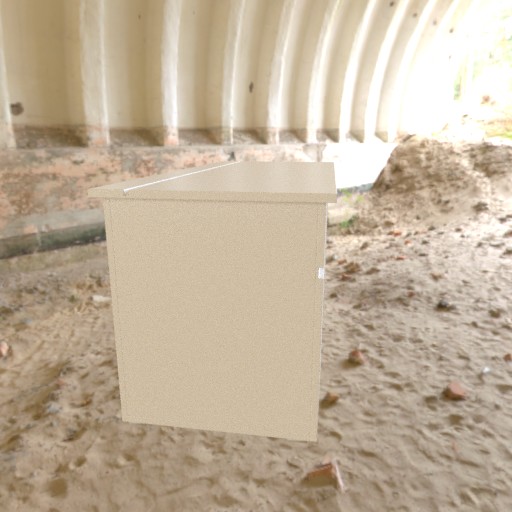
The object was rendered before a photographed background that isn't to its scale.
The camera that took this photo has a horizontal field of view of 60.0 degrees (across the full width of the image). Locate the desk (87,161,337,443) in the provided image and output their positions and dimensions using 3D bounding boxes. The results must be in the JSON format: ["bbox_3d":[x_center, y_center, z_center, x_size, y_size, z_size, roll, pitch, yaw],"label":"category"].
[{"bbox_3d":[0.000,0.000,2.003,0.670,0.760,1.580,2,15,9],"label":"desk"}]
